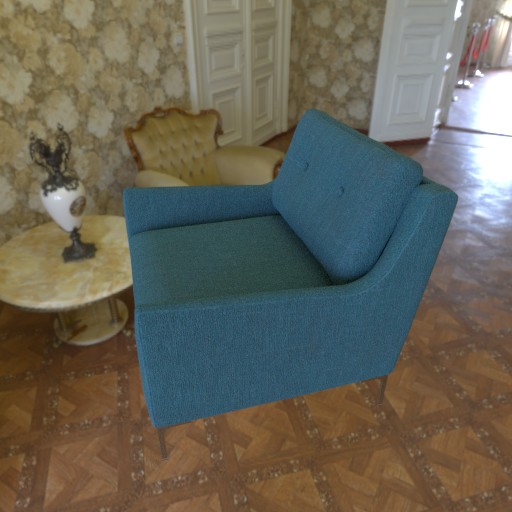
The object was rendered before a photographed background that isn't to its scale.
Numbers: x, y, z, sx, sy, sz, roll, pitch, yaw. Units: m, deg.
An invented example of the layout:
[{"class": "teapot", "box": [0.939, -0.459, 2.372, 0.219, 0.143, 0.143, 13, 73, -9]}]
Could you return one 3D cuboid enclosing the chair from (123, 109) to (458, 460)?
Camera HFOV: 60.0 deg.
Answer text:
[{"class": "chair", "box": [0.000, 0.000, 1.531, 0.849, 0.828, 0.847, -8, 31, -14]}]
